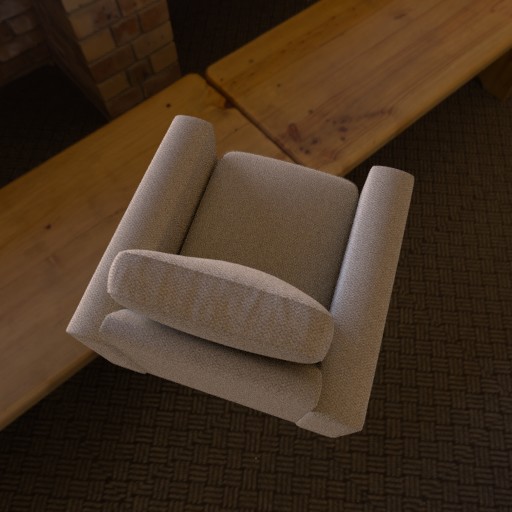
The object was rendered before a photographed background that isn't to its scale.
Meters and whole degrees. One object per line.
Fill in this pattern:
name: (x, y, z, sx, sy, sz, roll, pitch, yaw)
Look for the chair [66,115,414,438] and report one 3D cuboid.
chair: (0.000, 0.000, 1.702, 1.005, 0.873, 1.016, 16, 67, 7)
